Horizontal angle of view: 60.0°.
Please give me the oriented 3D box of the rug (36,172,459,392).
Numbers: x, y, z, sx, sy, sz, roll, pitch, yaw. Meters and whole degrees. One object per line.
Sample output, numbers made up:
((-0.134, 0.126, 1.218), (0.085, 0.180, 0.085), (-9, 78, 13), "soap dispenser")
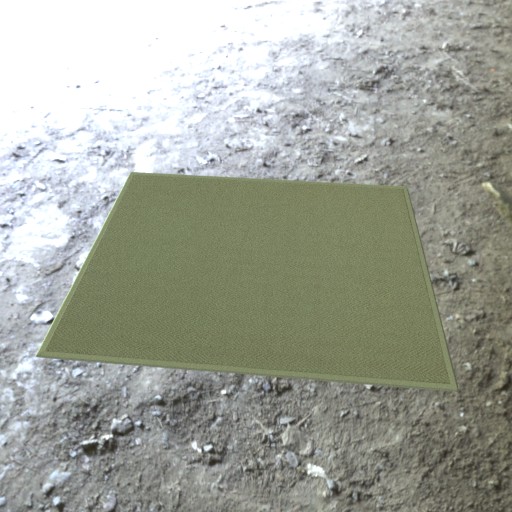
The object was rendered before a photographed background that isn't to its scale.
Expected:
((0.000, 0.000, 4.017), (3.051, 0.020, 2.407), (4, 45, 4), "rug")
